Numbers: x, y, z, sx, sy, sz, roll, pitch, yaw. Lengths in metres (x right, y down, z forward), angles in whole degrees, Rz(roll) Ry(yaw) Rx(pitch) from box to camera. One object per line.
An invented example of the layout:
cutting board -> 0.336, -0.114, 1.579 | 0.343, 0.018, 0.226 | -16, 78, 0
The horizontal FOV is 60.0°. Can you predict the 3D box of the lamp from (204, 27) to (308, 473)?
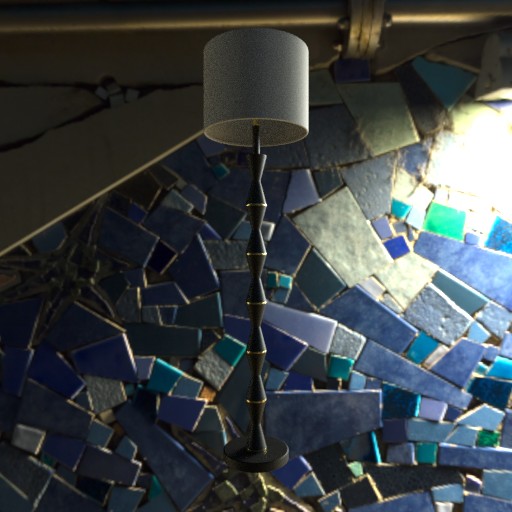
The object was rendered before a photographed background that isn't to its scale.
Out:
lamp -> 0.000, 0.000, 1.627 | 0.381, 1.480, 0.381 | 0, 0, 17
